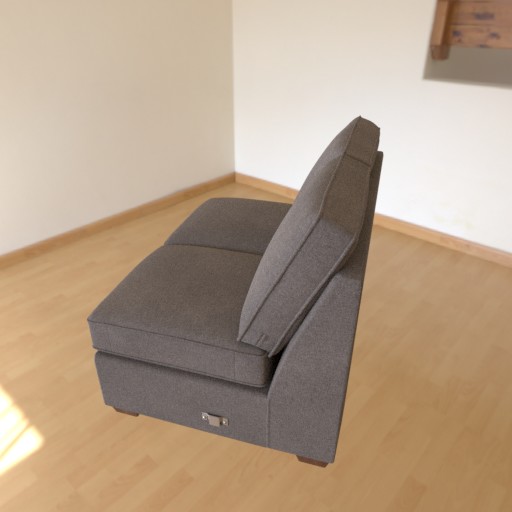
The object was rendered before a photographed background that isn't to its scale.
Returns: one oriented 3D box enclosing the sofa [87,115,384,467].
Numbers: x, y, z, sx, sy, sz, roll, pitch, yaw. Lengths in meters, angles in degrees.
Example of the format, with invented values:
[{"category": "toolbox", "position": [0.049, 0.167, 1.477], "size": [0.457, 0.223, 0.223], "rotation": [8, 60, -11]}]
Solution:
[{"category": "sofa", "position": [0.000, 0.000, 1.957], "size": [0.951, 1.008, 1.237], "rotation": [8, 31, 14]}]
